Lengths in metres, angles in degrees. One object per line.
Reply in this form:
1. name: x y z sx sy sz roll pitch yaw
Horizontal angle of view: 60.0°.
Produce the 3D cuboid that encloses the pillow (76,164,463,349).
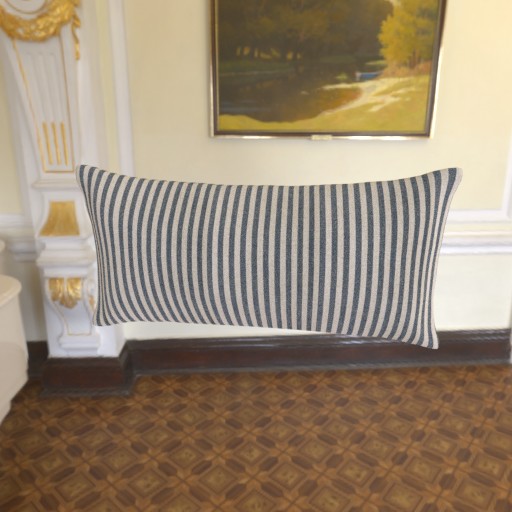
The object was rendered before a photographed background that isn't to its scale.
1. pillow: 0.000 0.000 0.737 0.617 0.295 0.151 2 15 9
